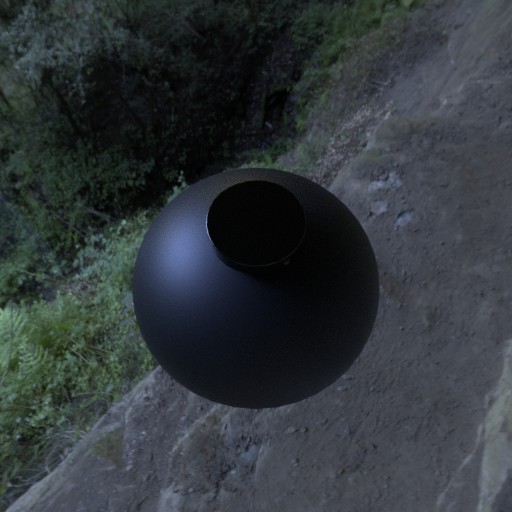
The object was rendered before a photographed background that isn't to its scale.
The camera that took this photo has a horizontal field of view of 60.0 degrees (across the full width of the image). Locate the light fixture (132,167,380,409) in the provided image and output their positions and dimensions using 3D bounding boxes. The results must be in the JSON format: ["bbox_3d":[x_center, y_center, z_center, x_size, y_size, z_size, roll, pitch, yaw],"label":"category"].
[{"bbox_3d":[0.000,0.000,0.574,0.355,0.177,0.355,0,63,0],"label":"light fixture"}]
